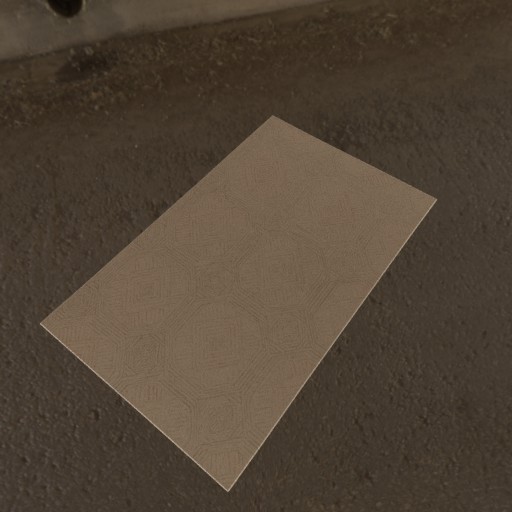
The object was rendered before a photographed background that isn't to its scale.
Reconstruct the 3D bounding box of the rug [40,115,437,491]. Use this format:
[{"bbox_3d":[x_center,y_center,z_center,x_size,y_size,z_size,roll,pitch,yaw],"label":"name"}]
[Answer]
[{"bbox_3d":[0.000,0.000,3.032,1.524,0.008,2.440,33,63,19],"label":"rug"}]
